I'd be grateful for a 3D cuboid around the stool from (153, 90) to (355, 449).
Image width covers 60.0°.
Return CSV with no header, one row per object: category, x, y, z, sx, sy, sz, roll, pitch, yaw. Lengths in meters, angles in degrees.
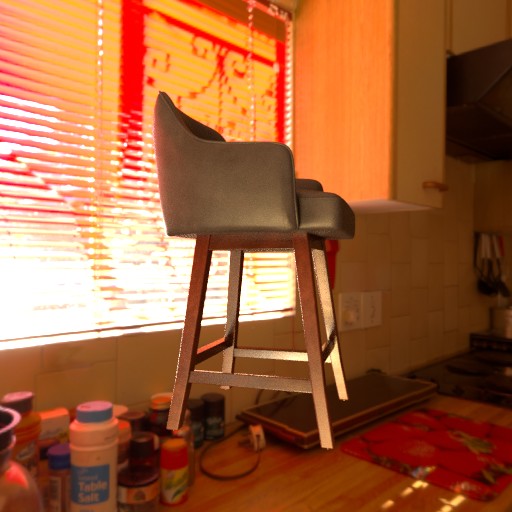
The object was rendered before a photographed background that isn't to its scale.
stool,0.000,0.000,1.338,0.560,0.936,0.550,0,-1,17
